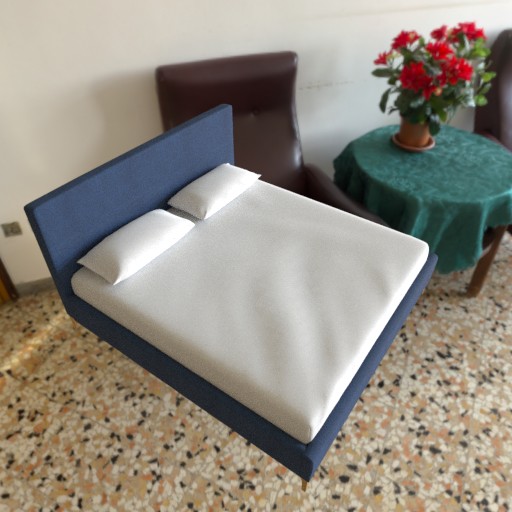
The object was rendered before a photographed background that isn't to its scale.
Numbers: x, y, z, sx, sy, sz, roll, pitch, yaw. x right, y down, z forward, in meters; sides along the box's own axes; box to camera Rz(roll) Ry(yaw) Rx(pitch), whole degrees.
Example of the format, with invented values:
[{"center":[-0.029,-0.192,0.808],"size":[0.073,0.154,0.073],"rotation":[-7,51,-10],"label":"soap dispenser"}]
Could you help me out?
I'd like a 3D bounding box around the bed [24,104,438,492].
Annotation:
[{"center":[0.000,0.000,3.392],"size":[2.232,1.231,2.096],"rotation":[25,47,26],"label":"bed"}]
